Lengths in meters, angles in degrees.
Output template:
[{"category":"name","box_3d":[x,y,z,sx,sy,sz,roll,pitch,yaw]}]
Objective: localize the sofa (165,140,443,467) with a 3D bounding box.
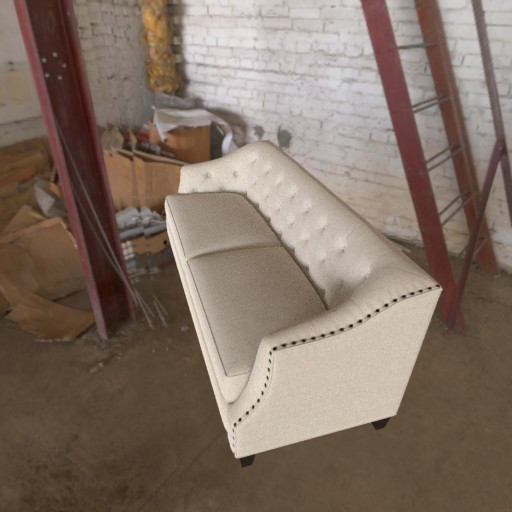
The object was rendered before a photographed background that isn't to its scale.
[{"category":"sofa","box_3d":[0.000,0.000,2.797,0.914,0.901,2.235,-9,32,-15]}]
